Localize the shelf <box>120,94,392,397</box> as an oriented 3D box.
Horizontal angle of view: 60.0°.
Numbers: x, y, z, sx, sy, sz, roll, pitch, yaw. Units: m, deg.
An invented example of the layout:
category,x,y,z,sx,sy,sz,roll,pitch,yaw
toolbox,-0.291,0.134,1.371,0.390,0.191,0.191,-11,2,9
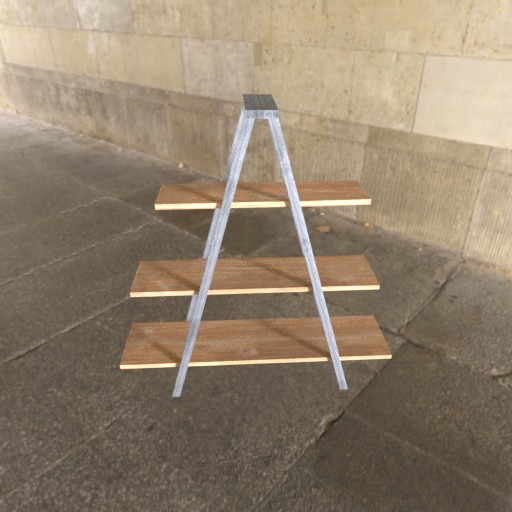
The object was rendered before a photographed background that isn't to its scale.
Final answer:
category,x,y,z,sx,sy,sz,roll,pitch,yaw
shelf,0.000,0.000,2.701,1.746,1.808,0.508,-2,30,-3
